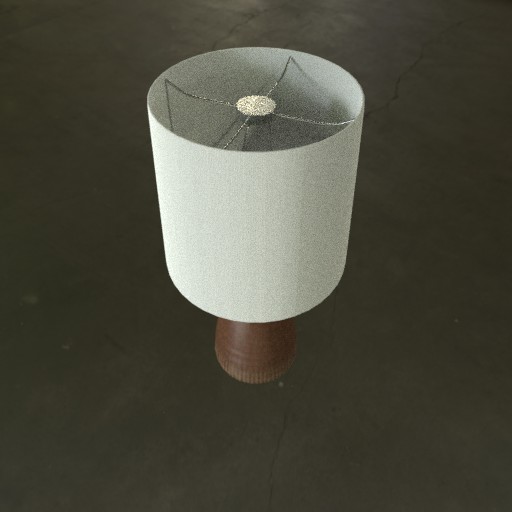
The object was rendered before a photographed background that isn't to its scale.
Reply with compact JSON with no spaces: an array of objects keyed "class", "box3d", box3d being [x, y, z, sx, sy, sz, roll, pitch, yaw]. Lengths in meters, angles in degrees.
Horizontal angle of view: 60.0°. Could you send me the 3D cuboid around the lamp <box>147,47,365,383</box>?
[{"class":"lamp","box3d":[0.000,0.000,0.473,0.186,0.369,0.186,0,47,0]}]
